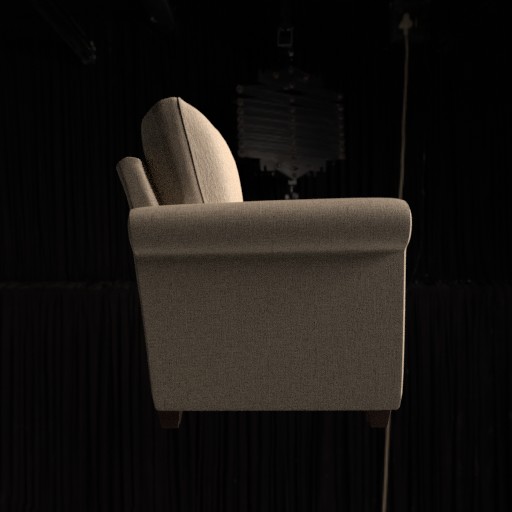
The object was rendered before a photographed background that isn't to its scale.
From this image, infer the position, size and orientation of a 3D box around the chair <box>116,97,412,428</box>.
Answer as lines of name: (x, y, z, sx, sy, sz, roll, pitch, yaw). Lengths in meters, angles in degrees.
chair: (0.000, 0.000, 2.271, 1.180, 1.349, 1.275, 0, 0, 0)
